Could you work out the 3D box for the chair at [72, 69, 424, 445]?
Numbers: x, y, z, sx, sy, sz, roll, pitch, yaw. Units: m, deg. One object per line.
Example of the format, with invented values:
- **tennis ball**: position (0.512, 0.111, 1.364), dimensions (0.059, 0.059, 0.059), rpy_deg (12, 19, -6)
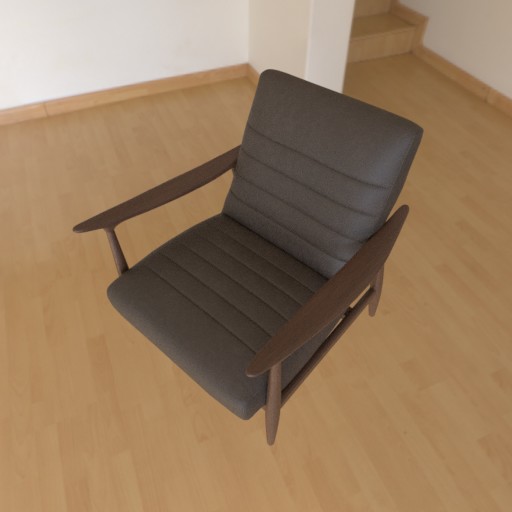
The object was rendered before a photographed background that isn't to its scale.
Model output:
- **chair**: position (0.000, 0.000, 1.429), dimensions (0.741, 0.831, 0.798), rpy_deg (33, 56, 27)
